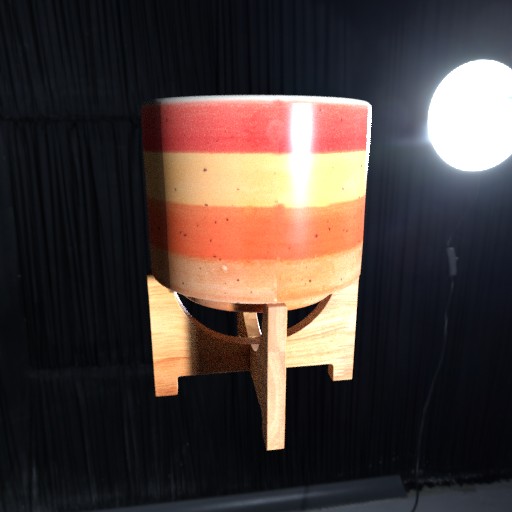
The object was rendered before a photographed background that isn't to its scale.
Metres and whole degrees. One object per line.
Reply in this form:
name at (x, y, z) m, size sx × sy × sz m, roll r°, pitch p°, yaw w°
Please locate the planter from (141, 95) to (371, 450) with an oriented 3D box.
planter at (0.000, 0.000, 0.412) m, size 0.199 × 0.268 × 0.199 m, roll 0°, pitch 16°, yaw 0°
